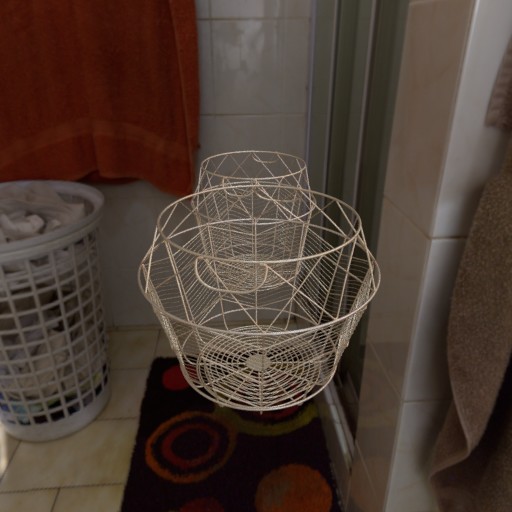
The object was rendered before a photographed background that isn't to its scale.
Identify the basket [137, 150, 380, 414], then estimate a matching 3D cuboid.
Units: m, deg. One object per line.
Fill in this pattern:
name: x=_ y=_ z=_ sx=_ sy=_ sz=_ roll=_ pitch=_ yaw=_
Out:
basket: x=0.000 y=0.000 z=1.038 sx=0.451 sy=0.343 sz=0.805 roll=-1 pitch=27 yaw=-2
